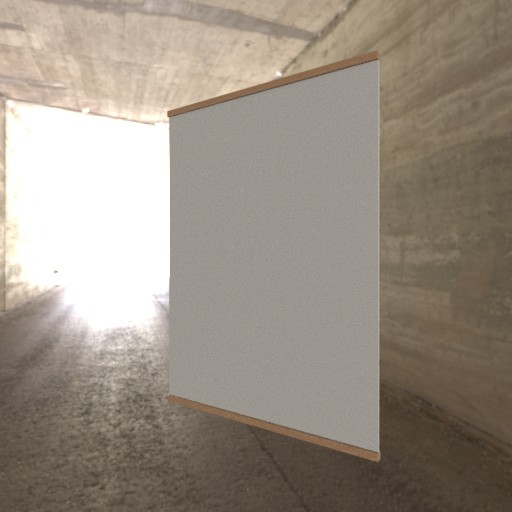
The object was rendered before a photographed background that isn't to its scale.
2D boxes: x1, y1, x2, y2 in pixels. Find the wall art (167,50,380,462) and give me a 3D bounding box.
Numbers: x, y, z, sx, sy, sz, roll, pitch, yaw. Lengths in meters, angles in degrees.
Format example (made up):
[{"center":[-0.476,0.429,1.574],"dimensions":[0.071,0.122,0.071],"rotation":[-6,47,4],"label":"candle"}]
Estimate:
[{"center":[0.000,0.000,0.798],"dimensions":[0.459,0.608,0.012],"rotation":[0,0,37],"label":"wall art"}]
